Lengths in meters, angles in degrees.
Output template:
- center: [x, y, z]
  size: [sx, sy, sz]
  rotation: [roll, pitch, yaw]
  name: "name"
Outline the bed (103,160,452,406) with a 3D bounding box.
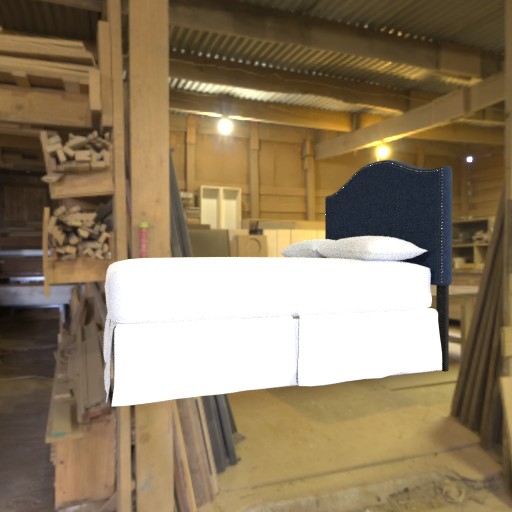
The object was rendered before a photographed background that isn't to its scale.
- center: [0.000, 0.000, 3.299]
  size: [2.153, 1.518, 1.713]
  rotation: [0, 0, -19]
  name: "bed"
